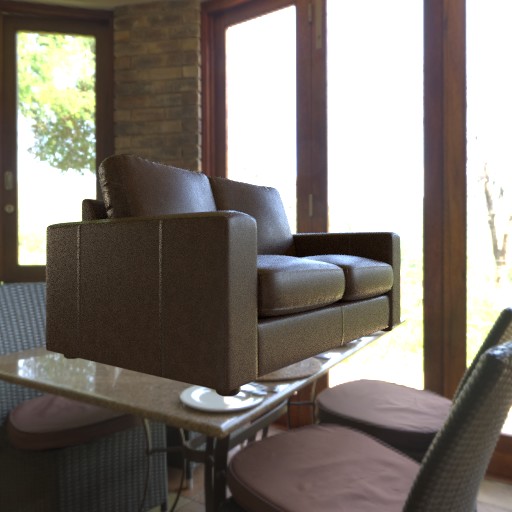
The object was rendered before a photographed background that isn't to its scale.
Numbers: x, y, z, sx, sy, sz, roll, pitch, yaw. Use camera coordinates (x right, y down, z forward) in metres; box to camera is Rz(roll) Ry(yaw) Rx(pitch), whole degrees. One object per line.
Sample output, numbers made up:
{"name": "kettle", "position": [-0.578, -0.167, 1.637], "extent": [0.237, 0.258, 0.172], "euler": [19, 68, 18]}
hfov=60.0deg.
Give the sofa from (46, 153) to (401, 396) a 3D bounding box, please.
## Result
{"name": "sofa", "position": [0.000, 0.000, 2.206], "extent": [1.016, 0.873, 1.616], "euler": [0, 0, 36]}
